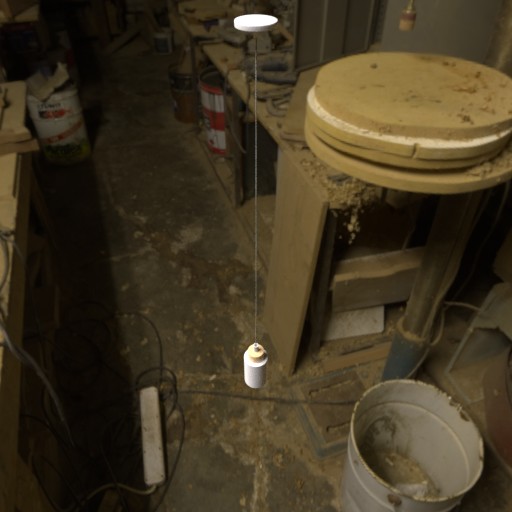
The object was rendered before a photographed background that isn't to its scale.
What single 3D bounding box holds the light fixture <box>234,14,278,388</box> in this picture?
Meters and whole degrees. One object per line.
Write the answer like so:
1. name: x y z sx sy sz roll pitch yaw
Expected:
1. light fixture: 0.000 0.000 1.861 0.125 1.798 0.125 -12 43 -14
